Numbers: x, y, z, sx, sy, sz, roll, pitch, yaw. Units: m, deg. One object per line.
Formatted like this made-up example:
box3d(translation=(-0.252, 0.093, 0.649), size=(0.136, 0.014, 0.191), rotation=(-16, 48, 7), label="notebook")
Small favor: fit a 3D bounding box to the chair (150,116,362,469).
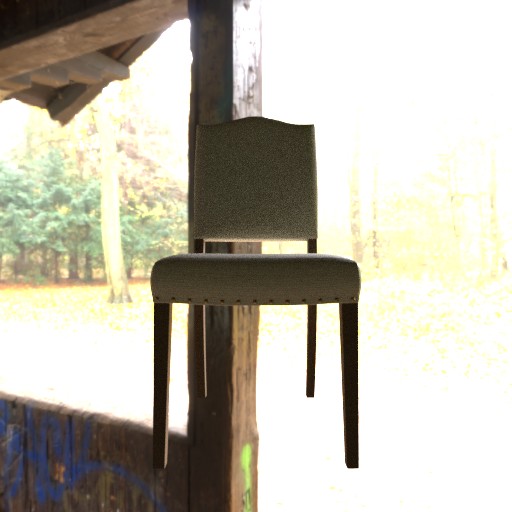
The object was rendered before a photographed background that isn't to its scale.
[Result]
box3d(translation=(0.000, 0.000, 1.355), size=(0.508, 1.015, 0.619), rotation=(0, 1, 0), label="chair")
